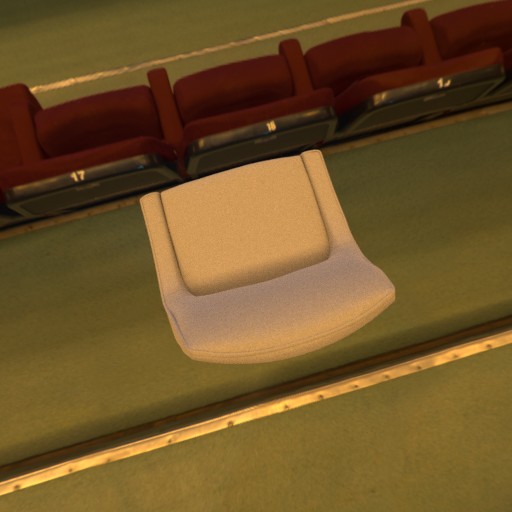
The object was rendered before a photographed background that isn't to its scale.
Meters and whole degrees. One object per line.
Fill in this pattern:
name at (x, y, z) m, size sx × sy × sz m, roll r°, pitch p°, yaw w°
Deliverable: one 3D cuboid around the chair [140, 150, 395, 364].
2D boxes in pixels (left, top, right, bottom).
chair at (0.000, 0.000, 1.174) m, size 0.529 × 0.861 × 0.544 m, roll -16°, pitch 77°, yaw -4°
